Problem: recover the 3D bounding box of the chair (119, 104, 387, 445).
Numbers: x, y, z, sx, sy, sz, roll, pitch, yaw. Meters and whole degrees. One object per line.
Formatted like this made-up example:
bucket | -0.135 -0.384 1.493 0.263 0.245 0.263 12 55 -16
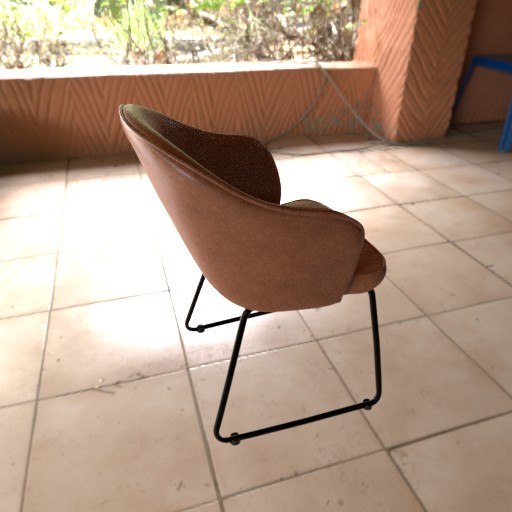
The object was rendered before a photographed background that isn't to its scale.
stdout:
chair | 0.000 0.000 1.167 0.580 0.785 0.582 -10 32 -16
